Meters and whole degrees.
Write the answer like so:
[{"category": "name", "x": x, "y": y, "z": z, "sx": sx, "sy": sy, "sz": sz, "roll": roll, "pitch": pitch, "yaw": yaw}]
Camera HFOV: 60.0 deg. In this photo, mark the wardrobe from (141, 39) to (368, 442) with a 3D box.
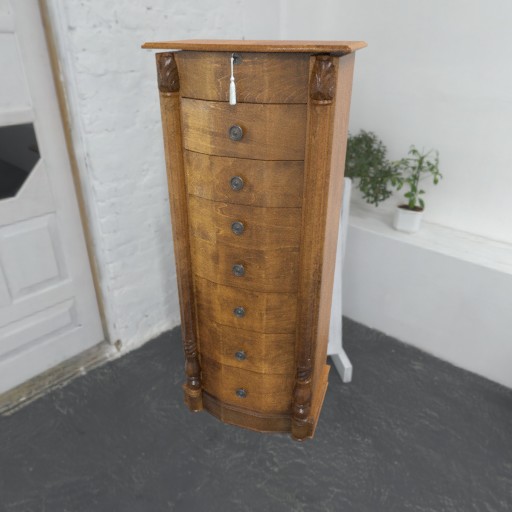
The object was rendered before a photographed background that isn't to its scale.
[{"category": "wardrobe", "x": 0.000, "y": 0.000, "z": 1.103, "sx": 0.406, "sy": 0.959, "sz": 0.273, "roll": 9, "pitch": 29, "yaw": 17}]
